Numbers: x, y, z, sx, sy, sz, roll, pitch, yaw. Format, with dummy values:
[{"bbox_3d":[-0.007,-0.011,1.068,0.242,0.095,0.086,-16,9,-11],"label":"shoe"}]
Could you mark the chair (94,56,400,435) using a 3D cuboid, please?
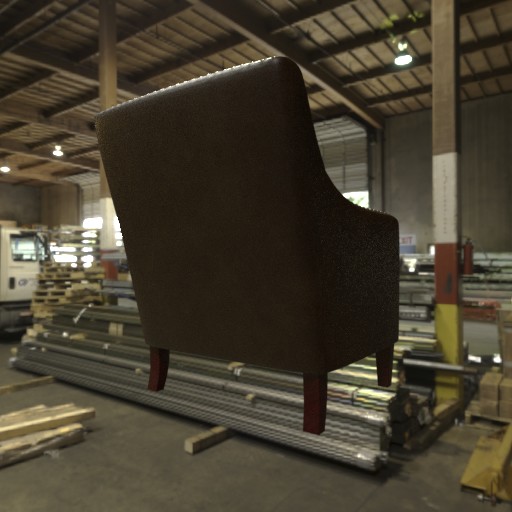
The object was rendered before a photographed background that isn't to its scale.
[{"bbox_3d":[0.000,0.000,1.305,0.639,0.813,0.704,0,0,36],"label":"chair"}]
